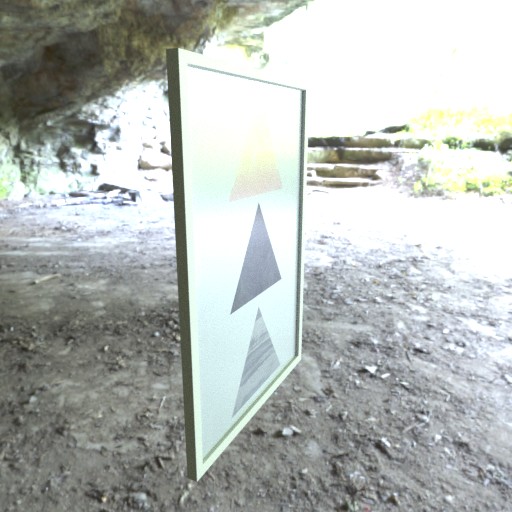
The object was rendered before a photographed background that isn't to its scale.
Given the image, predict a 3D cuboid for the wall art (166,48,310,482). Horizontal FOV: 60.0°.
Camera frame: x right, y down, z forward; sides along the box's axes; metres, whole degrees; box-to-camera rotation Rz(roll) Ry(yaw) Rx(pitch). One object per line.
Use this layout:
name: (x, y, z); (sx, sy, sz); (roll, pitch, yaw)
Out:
wall art: (0.000, 0.000, 0.555); (0.013, 0.433, 0.303); (8, 17, 26)
